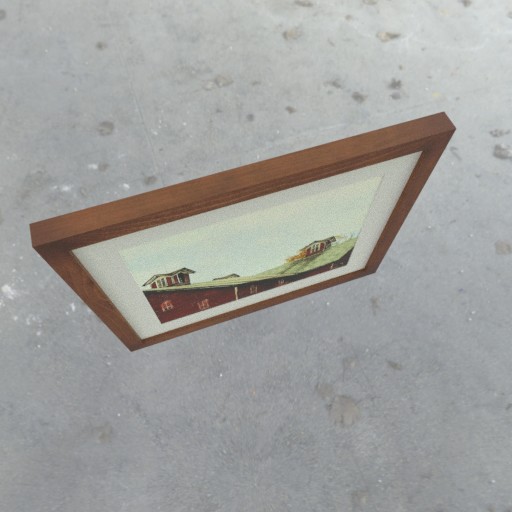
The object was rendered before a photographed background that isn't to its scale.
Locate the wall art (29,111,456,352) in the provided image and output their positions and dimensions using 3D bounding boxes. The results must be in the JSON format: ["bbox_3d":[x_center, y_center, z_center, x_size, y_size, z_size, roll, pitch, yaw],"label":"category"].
[{"bbox_3d":[0.000,0.000,0.764,0.558,0.457,0.033,-17,64,-9],"label":"wall art"}]
